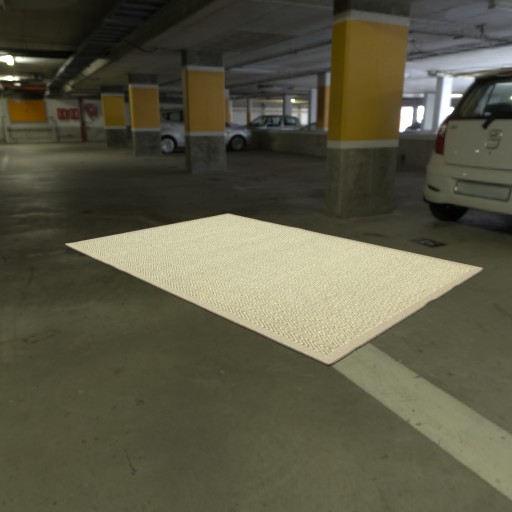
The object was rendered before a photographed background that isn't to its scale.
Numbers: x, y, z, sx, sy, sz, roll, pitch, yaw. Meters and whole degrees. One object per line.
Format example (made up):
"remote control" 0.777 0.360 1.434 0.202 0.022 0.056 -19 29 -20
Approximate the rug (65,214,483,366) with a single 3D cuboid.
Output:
"rug" 0.000 0.000 2.878 1.540 0.021 2.290 -16 23 -42
